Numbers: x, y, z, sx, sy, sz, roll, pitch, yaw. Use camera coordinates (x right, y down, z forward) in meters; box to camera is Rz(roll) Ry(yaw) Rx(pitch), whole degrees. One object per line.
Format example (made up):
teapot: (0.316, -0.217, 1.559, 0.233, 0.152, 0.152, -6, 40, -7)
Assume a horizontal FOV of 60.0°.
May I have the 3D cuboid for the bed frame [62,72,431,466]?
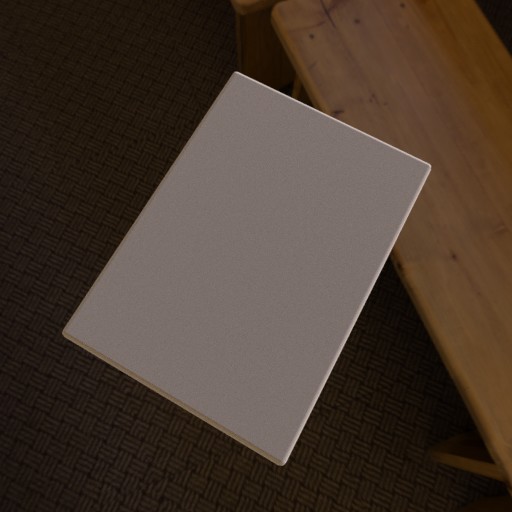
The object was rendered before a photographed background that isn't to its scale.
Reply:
bed frame: (0.000, 0.000, 3.773, 2.205, 0.680, 2.842, 35, 78, 9)
